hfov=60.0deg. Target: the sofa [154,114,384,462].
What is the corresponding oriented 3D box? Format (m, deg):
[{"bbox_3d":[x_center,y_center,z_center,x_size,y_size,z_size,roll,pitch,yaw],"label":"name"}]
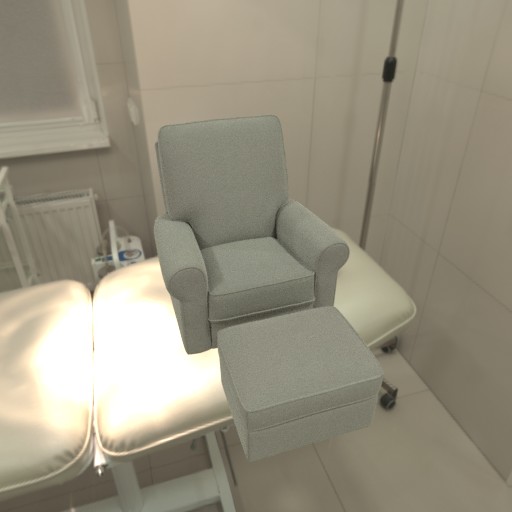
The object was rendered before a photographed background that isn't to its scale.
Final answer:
[{"bbox_3d":[0.000,0.000,2.084,0.880,0.959,1.478,-10,34,-15],"label":"sofa"}]
